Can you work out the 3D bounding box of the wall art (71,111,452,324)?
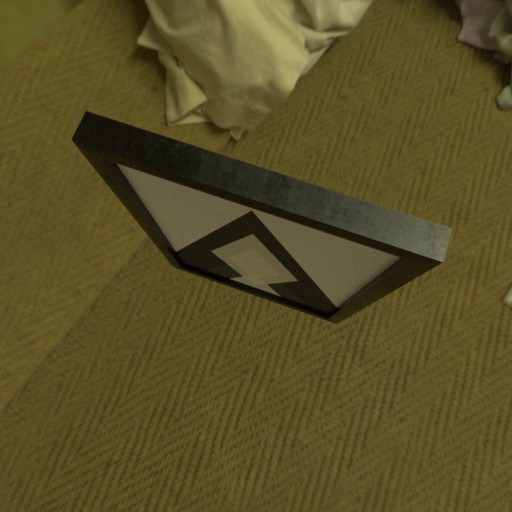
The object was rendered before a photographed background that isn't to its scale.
[{"bbox_3d":[0.000,0.000,0.576,0.313,0.457,0.031,19,76,5],"label":"wall art"}]
